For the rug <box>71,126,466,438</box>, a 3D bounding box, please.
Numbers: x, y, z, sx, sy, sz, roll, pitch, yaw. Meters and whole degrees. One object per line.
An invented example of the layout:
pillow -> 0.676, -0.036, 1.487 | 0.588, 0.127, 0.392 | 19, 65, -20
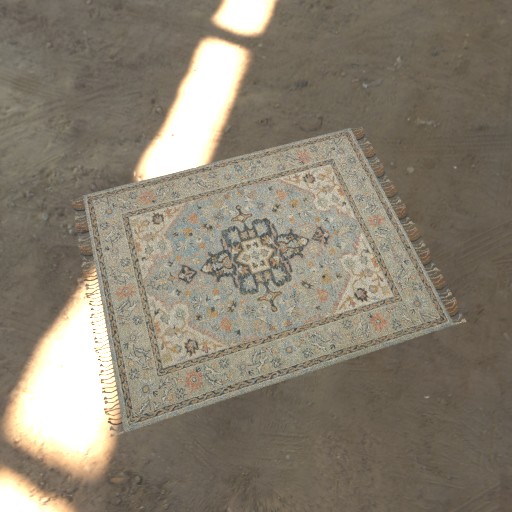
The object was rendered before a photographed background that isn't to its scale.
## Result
rug -> 0.000, 0.000, 2.276 | 1.730, 0.009, 1.278 | -16, 65, -8
